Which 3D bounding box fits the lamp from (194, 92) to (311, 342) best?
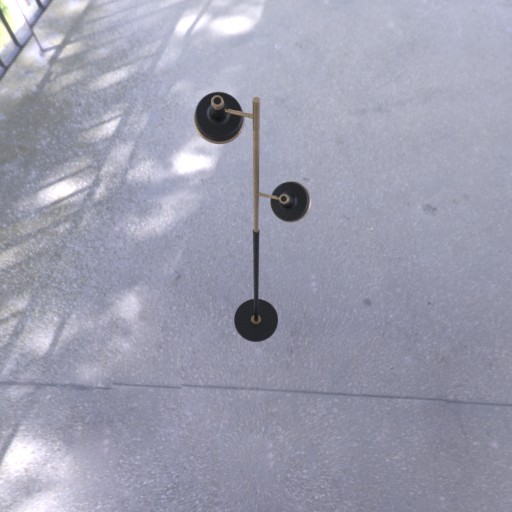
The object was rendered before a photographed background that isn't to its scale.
[{"bbox_3d":[0.000,0.000,1.801,0.351,1.674,0.253,13,64,7],"label":"lamp"}]
